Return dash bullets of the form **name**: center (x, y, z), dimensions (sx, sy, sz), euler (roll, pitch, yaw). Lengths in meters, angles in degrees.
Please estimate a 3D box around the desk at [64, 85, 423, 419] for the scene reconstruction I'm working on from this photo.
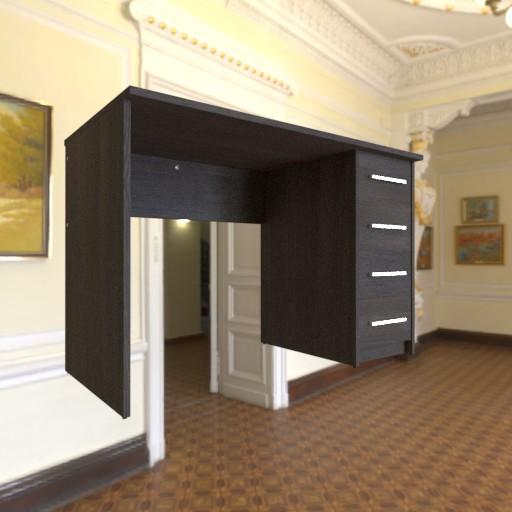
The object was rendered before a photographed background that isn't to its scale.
- **desk**: center (0.000, 0.000, 1.500), dimensions (1.096, 0.730, 0.560), euler (0, 0, -37)
